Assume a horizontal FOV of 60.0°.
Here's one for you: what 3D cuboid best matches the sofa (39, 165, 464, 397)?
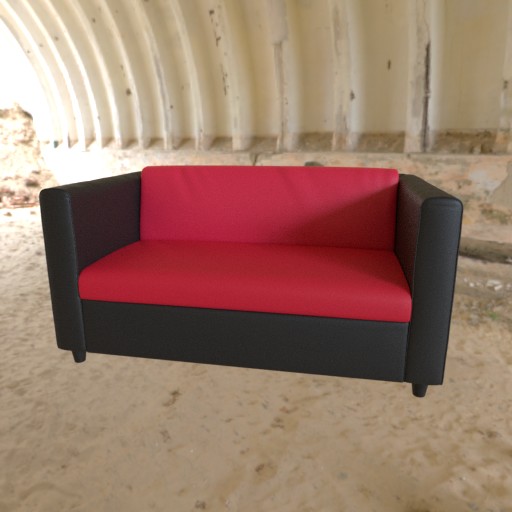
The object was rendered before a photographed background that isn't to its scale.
[{"bbox_3d":[0.000,0.000,1.895,1.410,0.735,0.845,3,15,11],"label":"sofa"}]
